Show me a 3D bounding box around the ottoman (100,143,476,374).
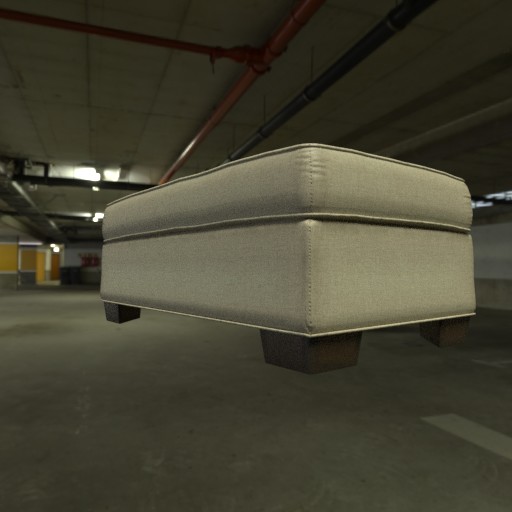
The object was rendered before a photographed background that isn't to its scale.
[{"bbox_3d":[0.000,0.000,1.397,0.617,0.461,1.097,1,-2,-38],"label":"ottoman"}]
